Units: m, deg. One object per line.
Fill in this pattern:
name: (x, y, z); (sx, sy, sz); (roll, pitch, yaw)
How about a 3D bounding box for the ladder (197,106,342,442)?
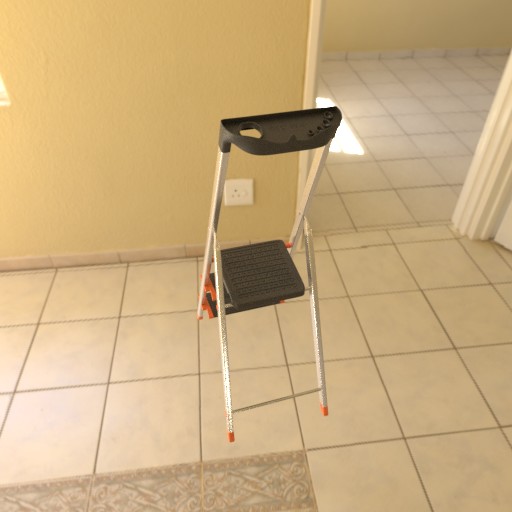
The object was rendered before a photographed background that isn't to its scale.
ladder: (0.000, 0.000, 1.594); (0.416, 1.229, 0.686); (-11, 42, -12)
